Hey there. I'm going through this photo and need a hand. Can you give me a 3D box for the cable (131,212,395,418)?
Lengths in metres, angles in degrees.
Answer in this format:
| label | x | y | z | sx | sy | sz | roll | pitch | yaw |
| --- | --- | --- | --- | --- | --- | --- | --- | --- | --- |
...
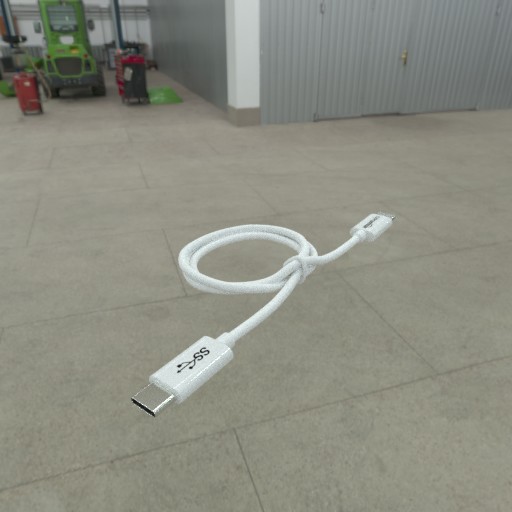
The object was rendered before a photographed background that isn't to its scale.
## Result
| label | x | y | z | sx | sy | sz | roll | pitch | yaw |
| --- | --- | --- | --- | --- | --- | --- | --- | --- | --- |
| cable | 0.000 | 0.000 | 0.210 | 0.070 | 0.014 | 0.186 | 19 | 33 | 32 |
